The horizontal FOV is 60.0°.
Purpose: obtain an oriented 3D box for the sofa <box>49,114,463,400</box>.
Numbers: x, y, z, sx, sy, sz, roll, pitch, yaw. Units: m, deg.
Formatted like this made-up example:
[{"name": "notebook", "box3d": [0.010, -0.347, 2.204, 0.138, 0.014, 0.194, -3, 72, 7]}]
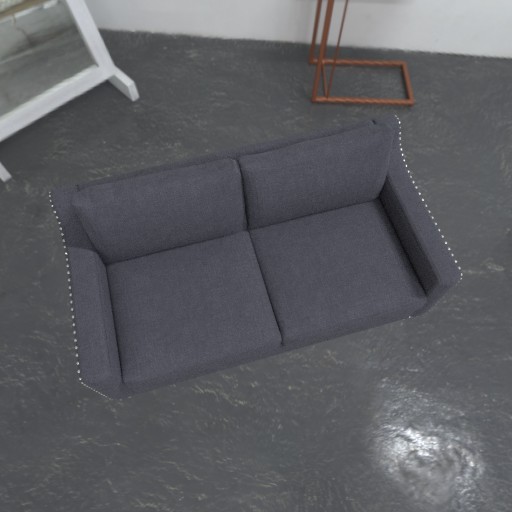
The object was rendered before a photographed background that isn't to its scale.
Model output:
[{"name": "sofa", "box3d": [0.000, 0.000, 3.217, 2.550, 1.196, 1.336, -14, 64, -7]}]
